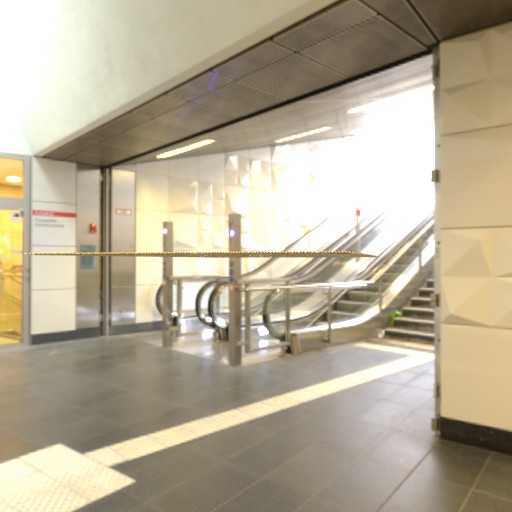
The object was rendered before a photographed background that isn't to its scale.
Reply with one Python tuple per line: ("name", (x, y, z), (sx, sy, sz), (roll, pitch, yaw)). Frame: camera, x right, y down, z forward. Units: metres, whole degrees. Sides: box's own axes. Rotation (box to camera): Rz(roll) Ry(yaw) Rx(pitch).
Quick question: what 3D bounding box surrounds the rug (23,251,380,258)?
("rug", (0.000, 0.000, 4.207), (2.143, 0.015, 3.422), (0, -1, 18))
